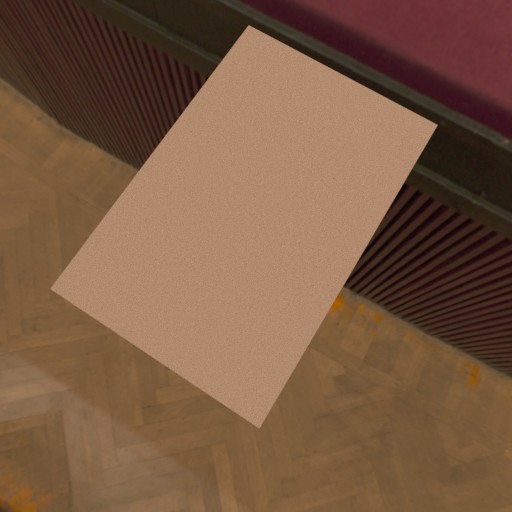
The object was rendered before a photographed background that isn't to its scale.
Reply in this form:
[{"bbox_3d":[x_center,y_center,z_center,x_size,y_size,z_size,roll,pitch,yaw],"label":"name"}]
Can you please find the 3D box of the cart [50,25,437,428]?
[{"bbox_3d":[0.000,0.000,1.254,0.442,0.864,0.683,31,78,8],"label":"cart"}]
